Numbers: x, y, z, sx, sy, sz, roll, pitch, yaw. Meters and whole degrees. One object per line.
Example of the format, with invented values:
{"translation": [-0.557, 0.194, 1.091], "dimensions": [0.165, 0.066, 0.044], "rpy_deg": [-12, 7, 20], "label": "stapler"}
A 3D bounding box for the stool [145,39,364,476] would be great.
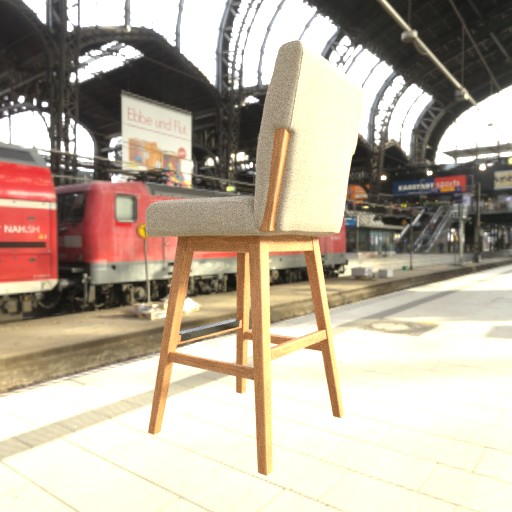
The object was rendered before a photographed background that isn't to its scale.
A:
{"translation": [0.000, 0.000, 1.427], "dimensions": [0.569, 1.106, 0.483], "rpy_deg": [1, 2, 35], "label": "stool"}
